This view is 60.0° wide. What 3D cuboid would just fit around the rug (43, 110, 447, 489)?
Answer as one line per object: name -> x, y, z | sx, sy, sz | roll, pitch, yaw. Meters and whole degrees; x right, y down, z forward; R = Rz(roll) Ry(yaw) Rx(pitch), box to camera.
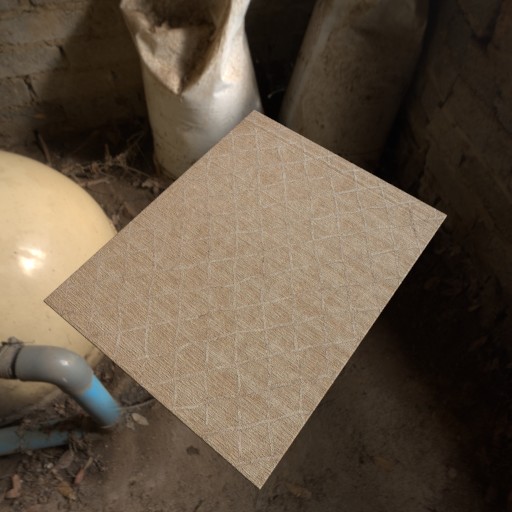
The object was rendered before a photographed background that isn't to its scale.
rug -> 0.000, 0.000, 4.158 | 2.420, 0.019, 3.039 | 34, 66, 18
